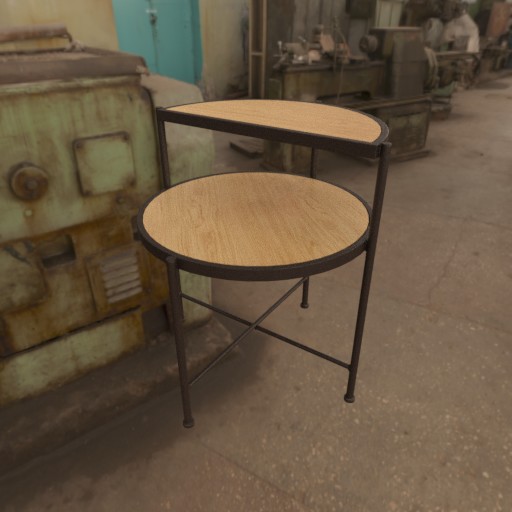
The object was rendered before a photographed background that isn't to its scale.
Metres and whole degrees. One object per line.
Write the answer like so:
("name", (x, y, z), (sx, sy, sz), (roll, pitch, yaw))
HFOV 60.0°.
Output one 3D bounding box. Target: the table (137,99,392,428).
("table", (0.000, 0.000, 1.156), (0.629, 0.684, 0.628), (19, 35, 29))
